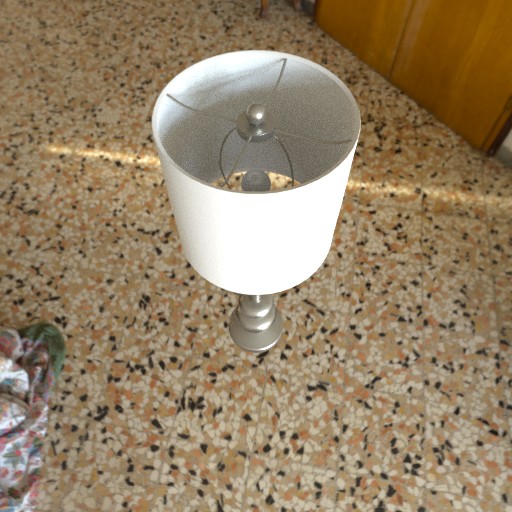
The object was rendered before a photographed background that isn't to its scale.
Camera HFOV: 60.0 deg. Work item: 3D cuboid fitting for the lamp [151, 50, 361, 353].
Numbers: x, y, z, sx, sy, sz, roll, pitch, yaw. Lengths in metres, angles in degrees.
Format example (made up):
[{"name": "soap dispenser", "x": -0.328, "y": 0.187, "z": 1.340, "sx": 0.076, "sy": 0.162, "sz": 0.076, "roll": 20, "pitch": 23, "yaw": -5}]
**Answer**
[{"name": "lamp", "x": 0.000, "y": 0.000, "z": 0.823, "sx": 0.254, "sy": 0.690, "sz": 0.254, "roll": 17, "pitch": 60, "yaw": 10}]
